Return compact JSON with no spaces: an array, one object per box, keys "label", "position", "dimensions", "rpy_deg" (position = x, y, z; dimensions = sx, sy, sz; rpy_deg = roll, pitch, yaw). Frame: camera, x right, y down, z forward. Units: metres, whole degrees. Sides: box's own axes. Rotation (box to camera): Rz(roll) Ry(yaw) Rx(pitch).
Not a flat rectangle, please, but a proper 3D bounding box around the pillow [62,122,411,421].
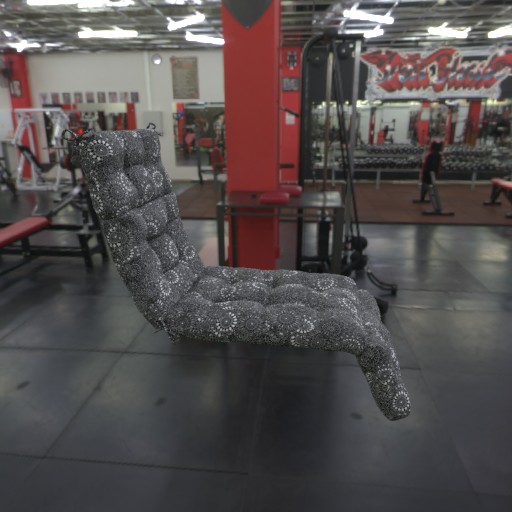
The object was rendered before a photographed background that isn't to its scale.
[{"label":"pillow","position":[0.000,0.000,1.503],"dimensions":[1.016,0.863,0.526],"rpy_deg":[3,17,8]}]
